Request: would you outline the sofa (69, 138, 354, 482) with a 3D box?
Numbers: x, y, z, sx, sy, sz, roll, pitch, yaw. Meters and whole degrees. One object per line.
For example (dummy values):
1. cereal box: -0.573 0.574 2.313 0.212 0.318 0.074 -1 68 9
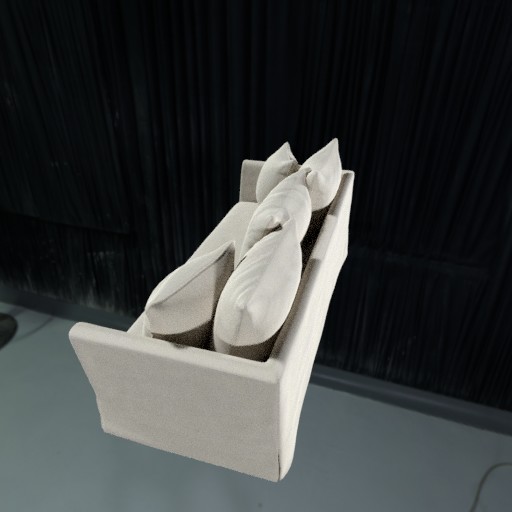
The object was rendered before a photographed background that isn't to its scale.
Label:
1. sofa: 0.000 0.000 2.983 1.046 1.047 2.499 9 32 15
